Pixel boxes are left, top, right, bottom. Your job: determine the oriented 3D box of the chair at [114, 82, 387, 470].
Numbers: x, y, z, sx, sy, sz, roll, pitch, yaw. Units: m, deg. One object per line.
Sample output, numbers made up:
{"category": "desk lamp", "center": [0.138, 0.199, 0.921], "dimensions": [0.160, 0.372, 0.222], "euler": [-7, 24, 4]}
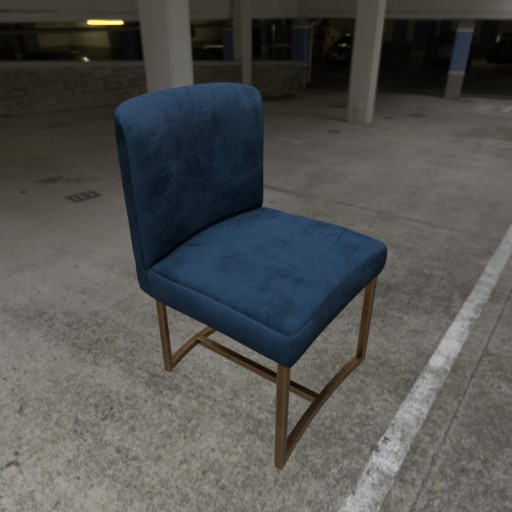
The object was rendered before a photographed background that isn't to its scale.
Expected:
{"category": "chair", "center": [0.000, 0.000, 1.202], "dimensions": [0.560, 0.824, 0.530], "euler": [19, 34, 31]}
